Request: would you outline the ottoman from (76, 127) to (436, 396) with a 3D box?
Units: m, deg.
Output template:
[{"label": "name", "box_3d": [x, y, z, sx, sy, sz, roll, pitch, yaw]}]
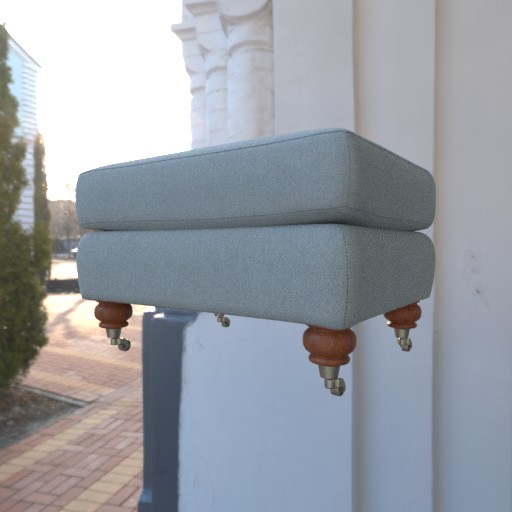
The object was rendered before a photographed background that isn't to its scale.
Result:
[{"label": "ottoman", "box_3d": [0.000, 0.000, 1.133, 0.773, 0.499, 0.569, 1, 1, 35]}]
